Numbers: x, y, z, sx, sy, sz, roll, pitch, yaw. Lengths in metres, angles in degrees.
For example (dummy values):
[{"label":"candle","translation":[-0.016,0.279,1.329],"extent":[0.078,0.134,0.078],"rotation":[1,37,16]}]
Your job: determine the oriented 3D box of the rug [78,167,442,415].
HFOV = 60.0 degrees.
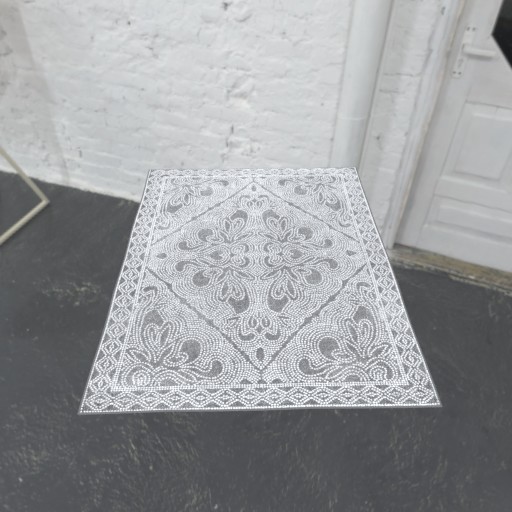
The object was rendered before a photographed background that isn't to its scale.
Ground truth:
[{"label":"rug","translation":[0.000,0.000,4.045],"extent":[2.438,0.012,3.048],"rotation":[-1,42,-1]}]
